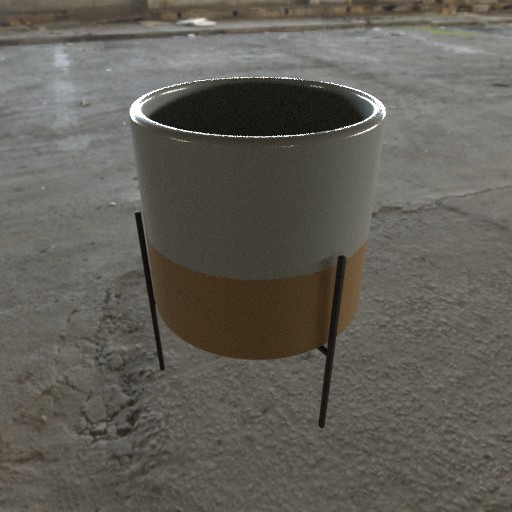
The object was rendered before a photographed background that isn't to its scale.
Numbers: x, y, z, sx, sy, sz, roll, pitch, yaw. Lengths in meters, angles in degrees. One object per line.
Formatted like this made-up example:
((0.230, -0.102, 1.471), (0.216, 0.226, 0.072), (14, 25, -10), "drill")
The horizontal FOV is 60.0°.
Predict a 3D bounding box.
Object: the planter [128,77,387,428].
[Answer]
((0.000, 0.000, 0.639), (0.310, 0.432, 0.310), (-12, 34, -18), "planter")
